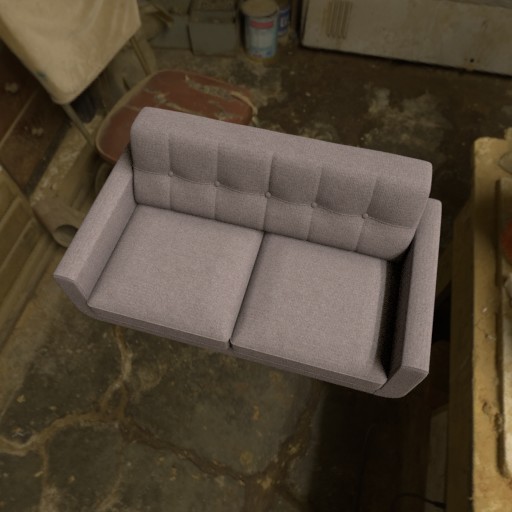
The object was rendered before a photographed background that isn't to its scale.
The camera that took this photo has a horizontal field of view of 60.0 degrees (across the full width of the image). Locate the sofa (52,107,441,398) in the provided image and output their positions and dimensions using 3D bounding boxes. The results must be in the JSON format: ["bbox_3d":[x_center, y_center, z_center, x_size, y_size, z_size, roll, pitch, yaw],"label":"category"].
[{"bbox_3d":[0.000,0.000,2.160,1.631,0.841,0.909,13,60,8],"label":"sofa"}]
